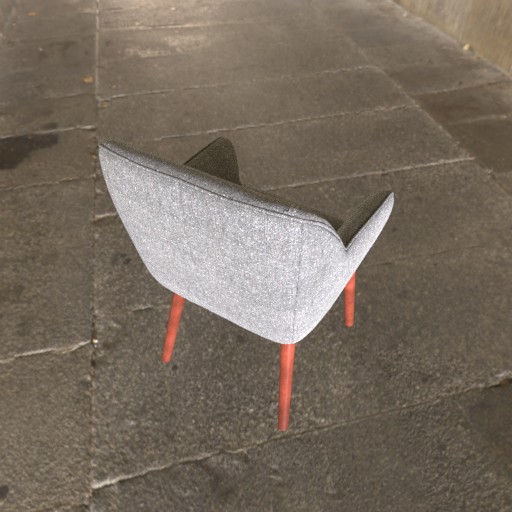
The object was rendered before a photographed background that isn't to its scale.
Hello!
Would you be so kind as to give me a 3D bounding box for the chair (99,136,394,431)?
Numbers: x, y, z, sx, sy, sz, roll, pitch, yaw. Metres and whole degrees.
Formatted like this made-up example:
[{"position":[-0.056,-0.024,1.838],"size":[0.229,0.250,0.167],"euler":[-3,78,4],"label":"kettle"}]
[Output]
[{"position":[0.000,0.000,1.186],"size":[0.543,0.803,0.519],"euler":[23,49,22],"label":"chair"}]
